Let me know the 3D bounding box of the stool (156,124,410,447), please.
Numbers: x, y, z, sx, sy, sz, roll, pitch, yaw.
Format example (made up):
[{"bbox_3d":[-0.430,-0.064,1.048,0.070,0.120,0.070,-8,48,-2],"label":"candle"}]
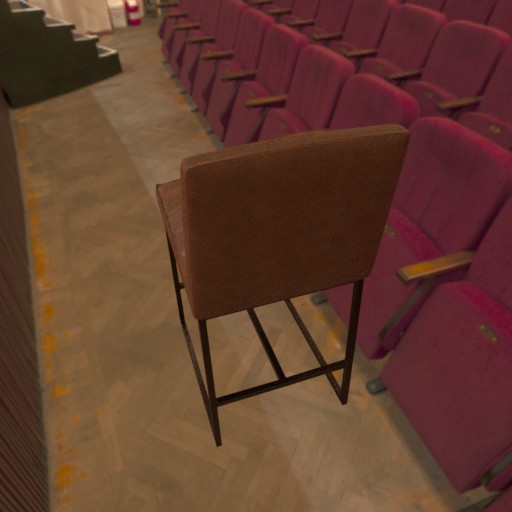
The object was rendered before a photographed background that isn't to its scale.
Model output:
[{"bbox_3d":[0.000,0.000,1.270,0.463,0.942,0.562,-13,41,-15],"label":"stool"}]
